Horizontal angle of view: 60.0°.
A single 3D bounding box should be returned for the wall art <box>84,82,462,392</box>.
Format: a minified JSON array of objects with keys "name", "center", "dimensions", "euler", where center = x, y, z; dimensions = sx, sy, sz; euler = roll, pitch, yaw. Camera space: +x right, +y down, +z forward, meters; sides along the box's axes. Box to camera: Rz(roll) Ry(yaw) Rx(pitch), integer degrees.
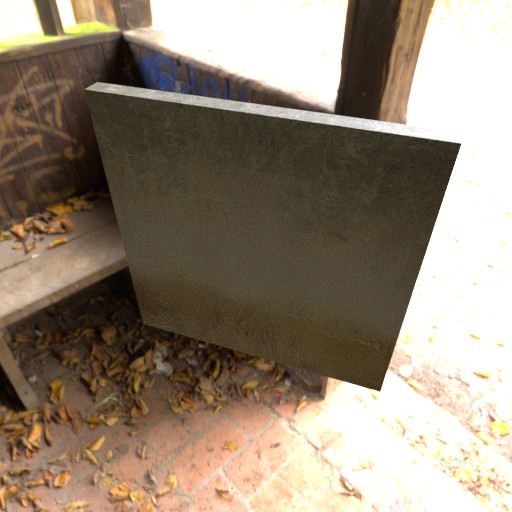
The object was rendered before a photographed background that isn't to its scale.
[{"name":"wall art","center":[0.000,0.000,0.895],"dimensions":[0.610,0.610,0.038],"euler":[13,42,14]}]
